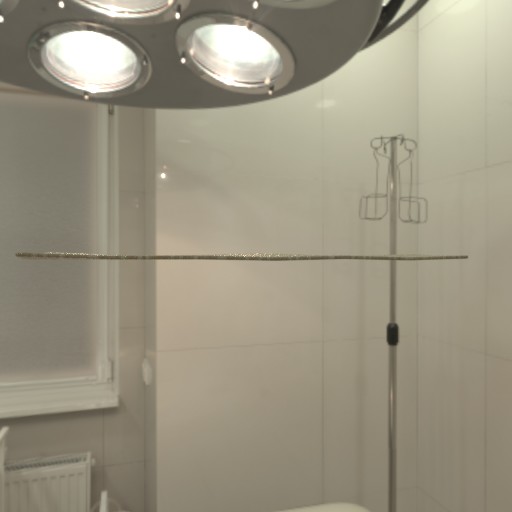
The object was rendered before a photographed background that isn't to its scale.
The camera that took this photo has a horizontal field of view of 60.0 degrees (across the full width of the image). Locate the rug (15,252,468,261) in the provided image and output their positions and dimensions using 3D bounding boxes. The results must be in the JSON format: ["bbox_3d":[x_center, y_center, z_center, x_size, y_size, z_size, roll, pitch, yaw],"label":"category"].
[{"bbox_3d":[0.000,0.000,2.673,2.452,0.051,0.752,0,0,-17],"label":"rug"}]
